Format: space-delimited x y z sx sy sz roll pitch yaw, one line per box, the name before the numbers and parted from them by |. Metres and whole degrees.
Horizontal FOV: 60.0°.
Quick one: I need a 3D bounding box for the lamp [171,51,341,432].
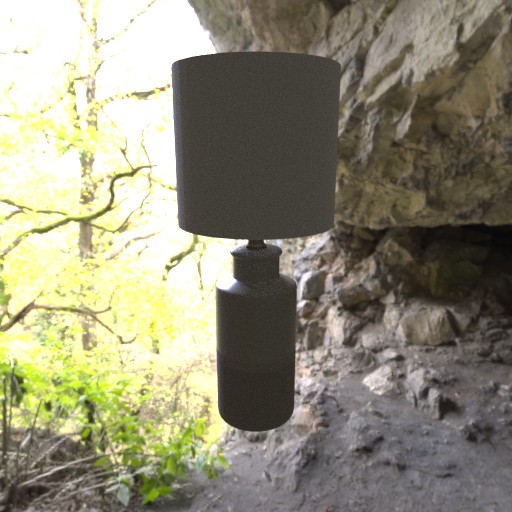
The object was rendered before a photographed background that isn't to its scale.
lamp | 0.000 0.000 0.623 0.212 0.493 0.212 8 17 28
